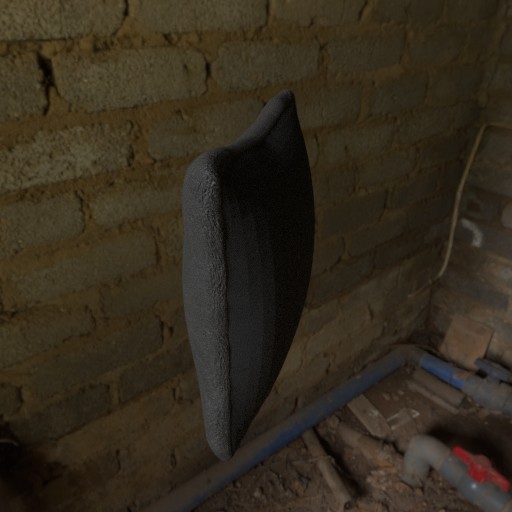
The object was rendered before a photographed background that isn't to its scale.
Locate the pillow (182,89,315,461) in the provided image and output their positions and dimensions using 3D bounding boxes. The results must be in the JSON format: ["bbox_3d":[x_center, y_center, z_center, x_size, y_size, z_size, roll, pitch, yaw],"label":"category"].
[{"bbox_3d":[0.000,0.000,0.836,0.210,0.523,0.533,7,30,12],"label":"pillow"}]
